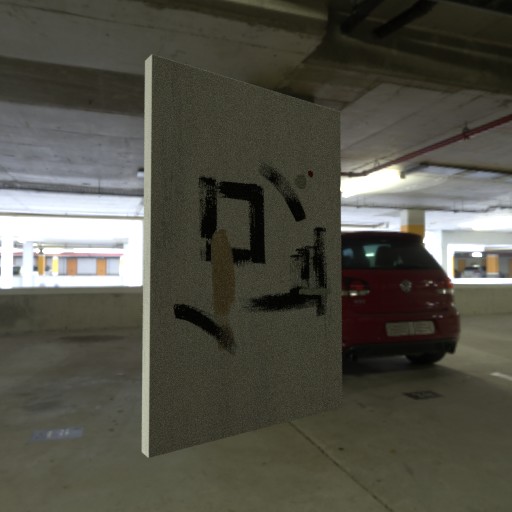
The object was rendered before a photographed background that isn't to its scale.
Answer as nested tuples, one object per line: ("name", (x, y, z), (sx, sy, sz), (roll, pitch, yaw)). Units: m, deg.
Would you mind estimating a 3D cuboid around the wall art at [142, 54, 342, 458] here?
("wall art", (0.000, 0.000, 1.203), (0.624, 0.914, 0.043), (1, -2, -36))
